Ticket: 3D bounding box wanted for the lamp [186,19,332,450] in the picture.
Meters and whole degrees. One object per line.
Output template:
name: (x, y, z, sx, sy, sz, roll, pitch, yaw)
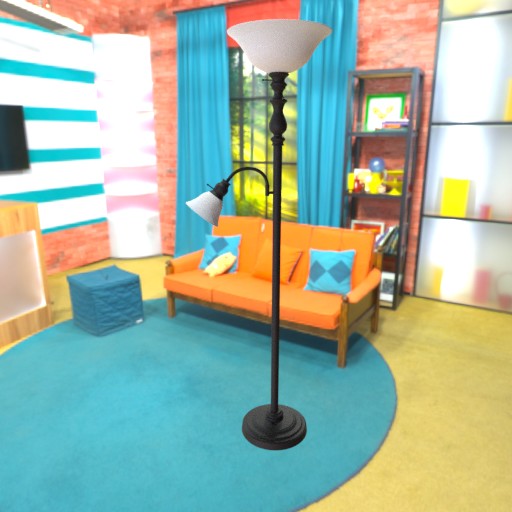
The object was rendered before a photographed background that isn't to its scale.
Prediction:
lamp: (0.000, 0.000, 1.942, 0.588, 1.793, 0.405, -3, 15, -10)
